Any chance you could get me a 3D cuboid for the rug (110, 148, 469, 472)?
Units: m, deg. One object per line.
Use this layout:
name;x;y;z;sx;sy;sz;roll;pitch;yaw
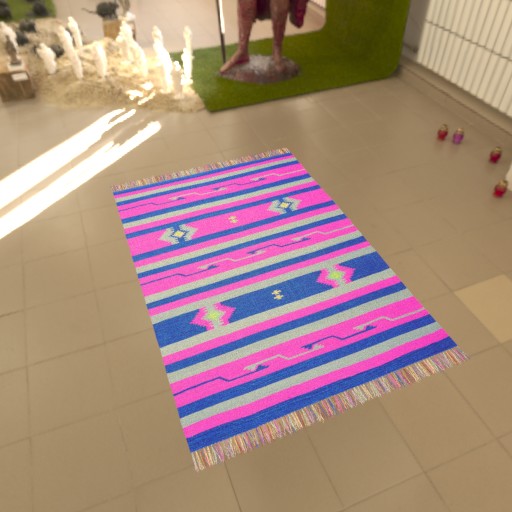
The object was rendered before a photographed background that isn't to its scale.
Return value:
rug;0.000;0.000;2.933;1.539;0.013;2.350;-16;47;-16
